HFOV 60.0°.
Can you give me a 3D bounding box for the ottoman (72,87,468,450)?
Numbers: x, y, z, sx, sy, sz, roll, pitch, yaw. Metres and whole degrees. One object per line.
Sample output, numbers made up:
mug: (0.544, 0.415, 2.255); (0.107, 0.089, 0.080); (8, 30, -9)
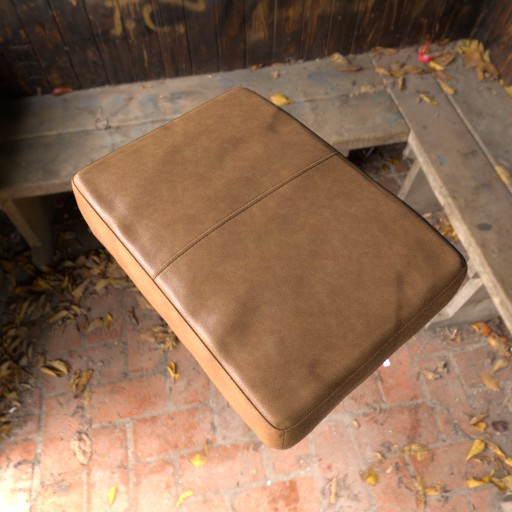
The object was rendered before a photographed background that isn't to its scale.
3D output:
ottoman: (0.000, 0.000, 1.215); (0.630, 0.461, 0.869); (-35, 64, -20)
